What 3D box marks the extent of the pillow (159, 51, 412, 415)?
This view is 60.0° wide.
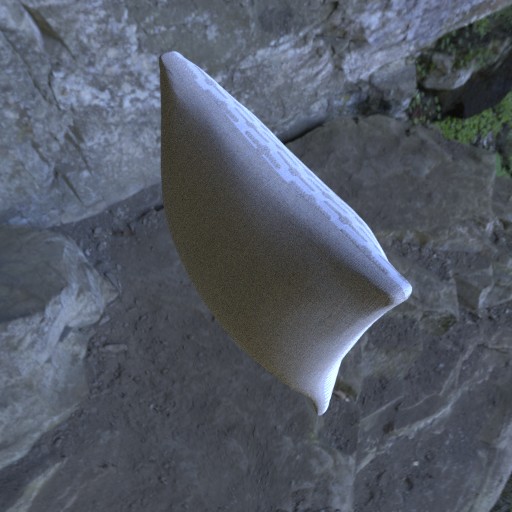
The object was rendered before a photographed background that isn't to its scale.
[{"bbox_3d":[0.000,0.000,0.759,0.219,0.491,0.496,-31,64,-17],"label":"pillow"}]
